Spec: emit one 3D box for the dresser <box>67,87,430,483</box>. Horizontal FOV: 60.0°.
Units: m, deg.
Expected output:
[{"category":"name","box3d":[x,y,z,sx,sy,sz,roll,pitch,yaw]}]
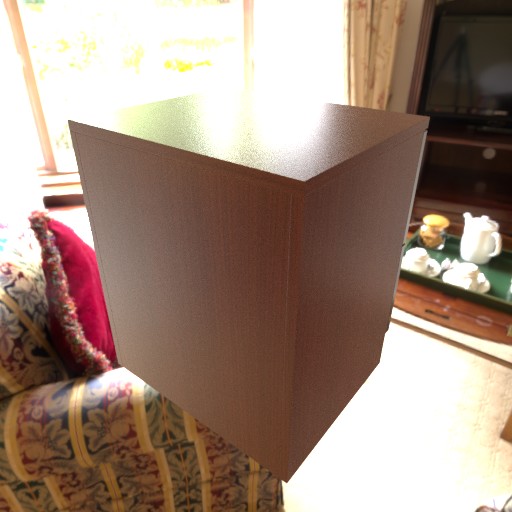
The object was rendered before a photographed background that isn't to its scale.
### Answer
[{"category":"dresser","box3d":[0.000,0.000,0.763,0.400,0.470,0.360,22,37,32]}]
